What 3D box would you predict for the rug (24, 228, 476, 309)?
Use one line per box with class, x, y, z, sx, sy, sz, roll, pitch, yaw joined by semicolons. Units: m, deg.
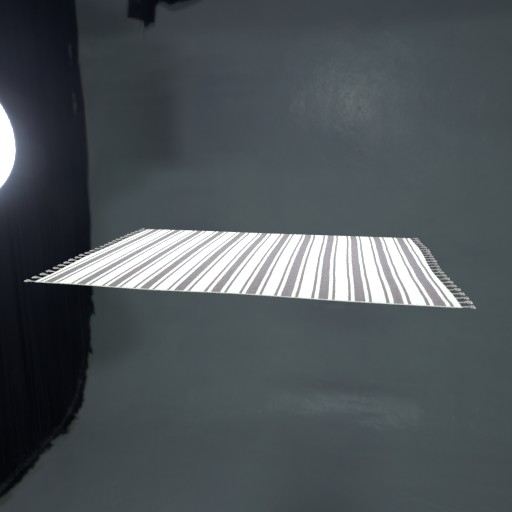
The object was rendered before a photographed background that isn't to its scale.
rug;0.000;0.000;3.844;3.040;0.017;2.030;3;14;10
